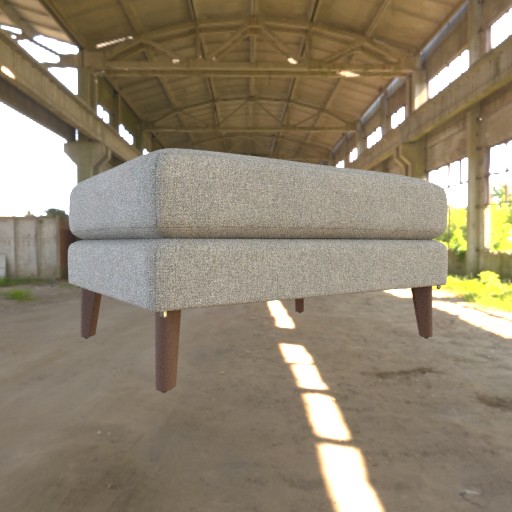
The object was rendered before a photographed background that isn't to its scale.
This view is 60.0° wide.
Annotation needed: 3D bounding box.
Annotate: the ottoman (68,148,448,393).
[{"bbox_3d":[0.000,0.000,1.173,0.821,0.441,0.611,-1,2,-35],"label":"ottoman"}]
